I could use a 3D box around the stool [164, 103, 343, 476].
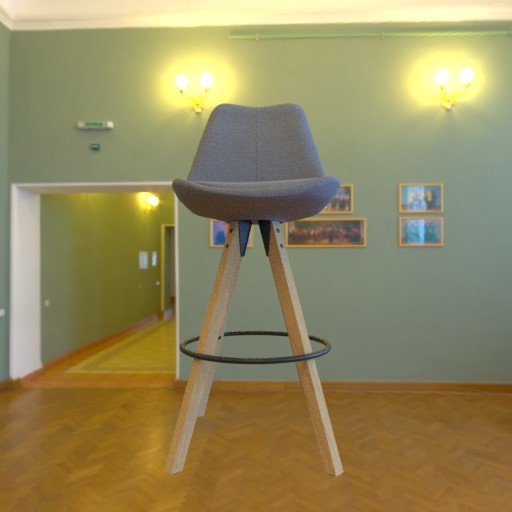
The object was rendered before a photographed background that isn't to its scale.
[{"bbox_3d":[0.000,0.000,1.367,0.485,1.115,0.550,0,-1,1],"label":"stool"}]
